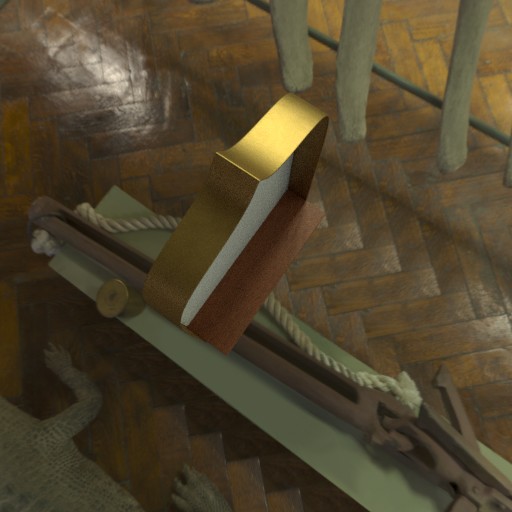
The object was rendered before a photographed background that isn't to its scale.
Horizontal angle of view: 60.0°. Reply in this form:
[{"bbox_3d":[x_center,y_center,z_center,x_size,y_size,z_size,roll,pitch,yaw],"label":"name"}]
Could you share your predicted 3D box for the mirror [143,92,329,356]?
[{"bbox_3d":[0.000,0.000,0.720,0.096,0.613,0.323,34,78,8],"label":"mirror"}]
